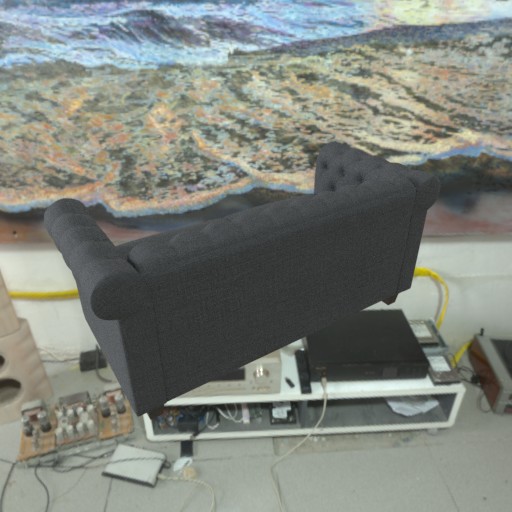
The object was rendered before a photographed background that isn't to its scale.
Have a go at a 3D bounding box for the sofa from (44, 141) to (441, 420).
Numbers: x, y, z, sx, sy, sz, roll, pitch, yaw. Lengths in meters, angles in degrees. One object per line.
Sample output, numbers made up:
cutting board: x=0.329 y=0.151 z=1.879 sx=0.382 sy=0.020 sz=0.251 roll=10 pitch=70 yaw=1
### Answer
sofa: x=0.000 y=0.000 z=2.296 sx=1.798 sy=0.797 sz=0.783 roll=-19 pitch=35 yaw=-28
